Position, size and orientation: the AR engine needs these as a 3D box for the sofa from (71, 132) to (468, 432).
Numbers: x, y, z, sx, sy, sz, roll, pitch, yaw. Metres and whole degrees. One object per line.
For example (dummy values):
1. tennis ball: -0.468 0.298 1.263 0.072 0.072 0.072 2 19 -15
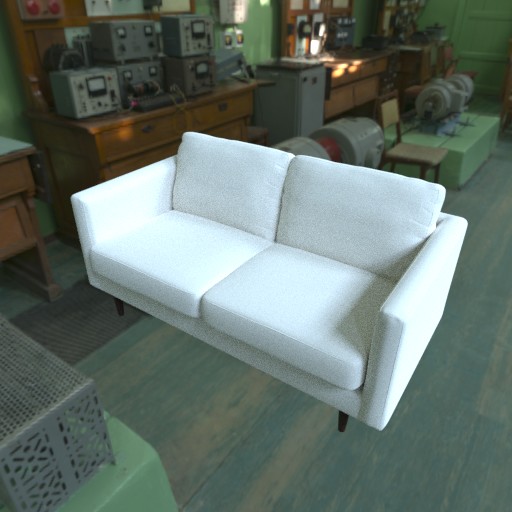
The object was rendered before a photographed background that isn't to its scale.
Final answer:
1. sofa: 0.000 0.000 2.222 1.713 0.893 0.940 19 36 29
